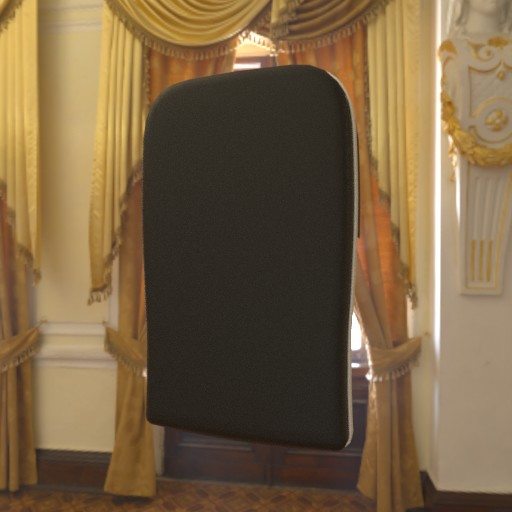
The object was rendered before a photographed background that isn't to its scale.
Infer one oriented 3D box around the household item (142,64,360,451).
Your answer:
[{"bbox_3d":[0.000,0.000,0.150,0.070,0.114,0.038,0,0,20],"label":"household item"}]
